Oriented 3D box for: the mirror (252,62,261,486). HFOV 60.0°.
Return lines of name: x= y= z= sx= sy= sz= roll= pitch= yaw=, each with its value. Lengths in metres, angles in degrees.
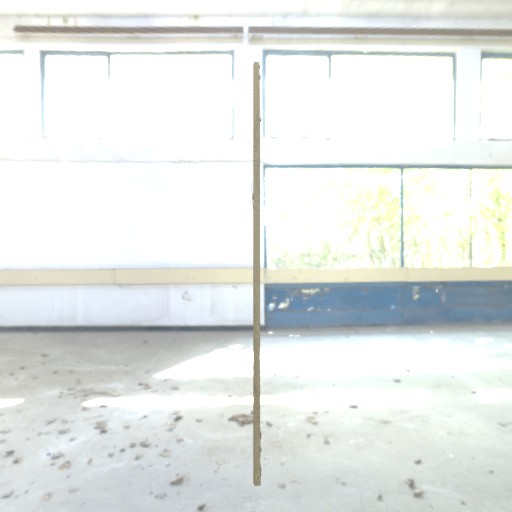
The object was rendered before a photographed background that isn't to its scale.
mirror: x=0.000 y=0.000 z=1.359 sx=0.025 sy=1.175 sz=0.464 roll=0 pitch=2 yaw=0
